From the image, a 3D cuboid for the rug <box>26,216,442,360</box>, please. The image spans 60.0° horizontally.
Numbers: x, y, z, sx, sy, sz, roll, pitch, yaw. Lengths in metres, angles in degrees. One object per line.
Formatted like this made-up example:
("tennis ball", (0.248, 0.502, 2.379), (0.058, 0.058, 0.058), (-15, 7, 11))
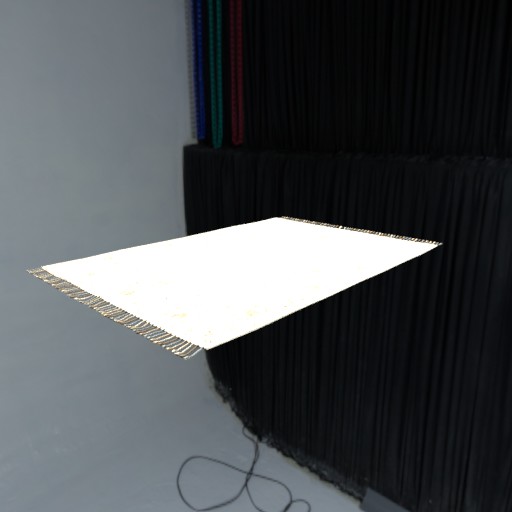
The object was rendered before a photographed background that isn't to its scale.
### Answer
("rug", (0.000, 0.000, 2.304), (1.218, 0.017, 1.861), (14, 21, 41))
